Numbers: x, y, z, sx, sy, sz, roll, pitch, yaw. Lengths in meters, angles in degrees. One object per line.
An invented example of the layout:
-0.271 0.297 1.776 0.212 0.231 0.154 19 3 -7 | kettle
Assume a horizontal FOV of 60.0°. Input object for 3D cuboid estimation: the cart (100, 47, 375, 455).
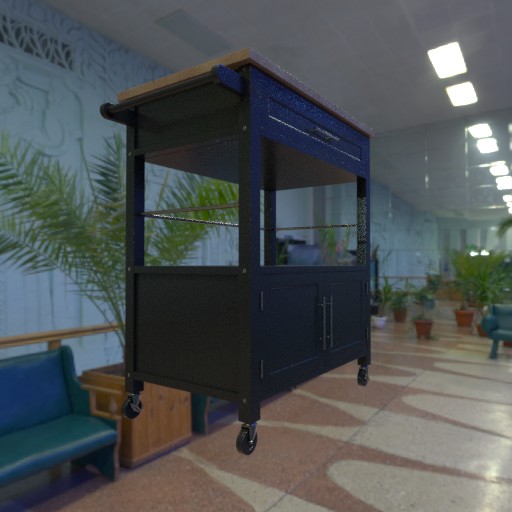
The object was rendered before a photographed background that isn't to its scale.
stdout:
0.000 0.000 1.373 0.459 0.901 0.840 -1 -1 35 | cart
